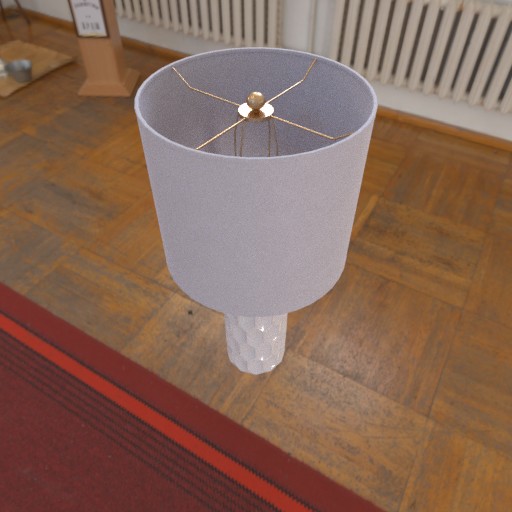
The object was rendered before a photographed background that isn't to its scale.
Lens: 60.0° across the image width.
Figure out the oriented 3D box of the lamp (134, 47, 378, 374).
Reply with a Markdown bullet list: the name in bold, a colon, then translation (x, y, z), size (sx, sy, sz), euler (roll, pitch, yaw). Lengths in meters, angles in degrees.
- **lamp**: translation (0.000, 0.000, 0.703), size (0.277, 0.537, 0.277), euler (-11, 46, -10)
